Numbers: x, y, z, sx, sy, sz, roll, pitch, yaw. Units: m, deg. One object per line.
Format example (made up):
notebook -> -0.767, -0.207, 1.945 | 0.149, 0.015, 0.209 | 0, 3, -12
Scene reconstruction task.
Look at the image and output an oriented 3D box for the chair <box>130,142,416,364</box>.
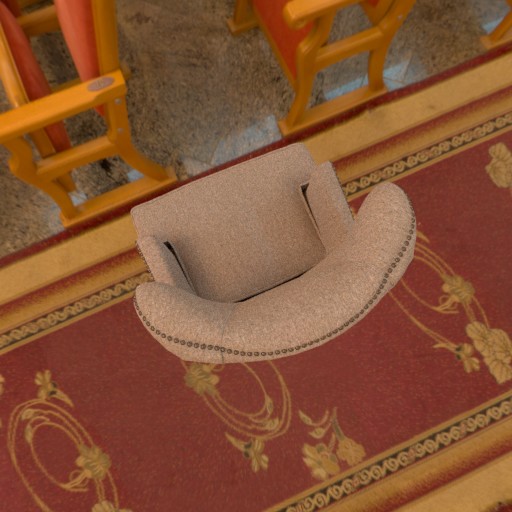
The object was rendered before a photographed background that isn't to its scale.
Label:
chair -> 0.000, 0.000, 1.613 | 0.759, 1.060, 0.758 | -23, 77, -6
